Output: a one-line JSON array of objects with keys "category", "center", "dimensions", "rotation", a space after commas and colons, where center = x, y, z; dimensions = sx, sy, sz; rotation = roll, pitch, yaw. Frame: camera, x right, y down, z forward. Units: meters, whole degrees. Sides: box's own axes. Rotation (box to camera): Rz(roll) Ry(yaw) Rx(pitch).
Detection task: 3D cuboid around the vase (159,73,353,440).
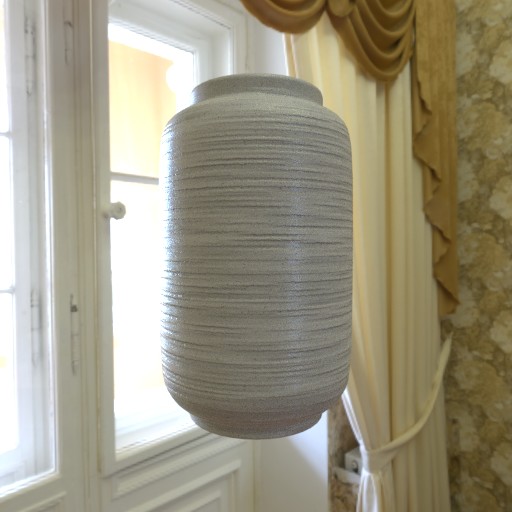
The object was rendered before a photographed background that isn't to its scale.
[{"category": "vase", "center": [0.000, 0.000, 0.472], "dimensions": [0.202, 0.335, 0.202], "rotation": [0, 2, 0]}]
